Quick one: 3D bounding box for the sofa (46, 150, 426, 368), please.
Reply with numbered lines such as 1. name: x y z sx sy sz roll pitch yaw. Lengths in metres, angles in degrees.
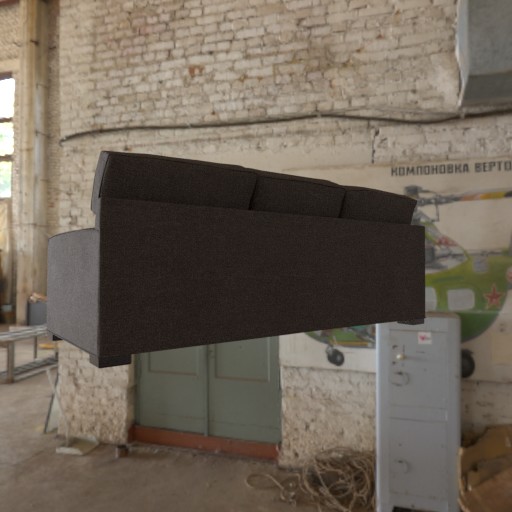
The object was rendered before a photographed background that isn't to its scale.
1. sofa: 0.000 0.000 2.933 2.369 0.978 1.004 1 -1 -37
